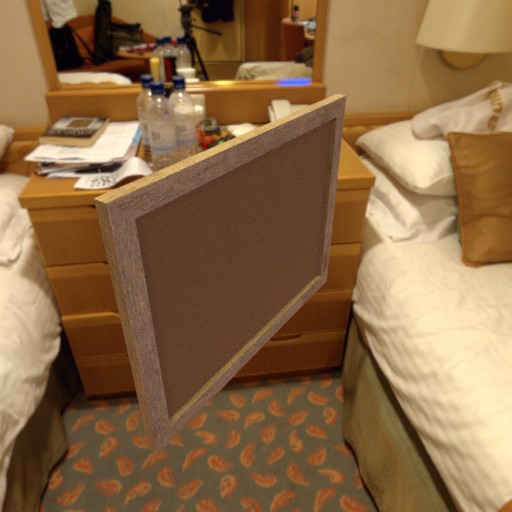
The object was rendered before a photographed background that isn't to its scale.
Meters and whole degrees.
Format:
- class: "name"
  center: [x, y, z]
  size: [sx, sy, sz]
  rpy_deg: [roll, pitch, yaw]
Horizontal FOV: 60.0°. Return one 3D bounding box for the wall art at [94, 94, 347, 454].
- class: "wall art"
  center: [0.000, 0.000, 0.947]
  size: [0.026, 0.535, 0.690]
  rpy_deg: [21, 39, 29]
